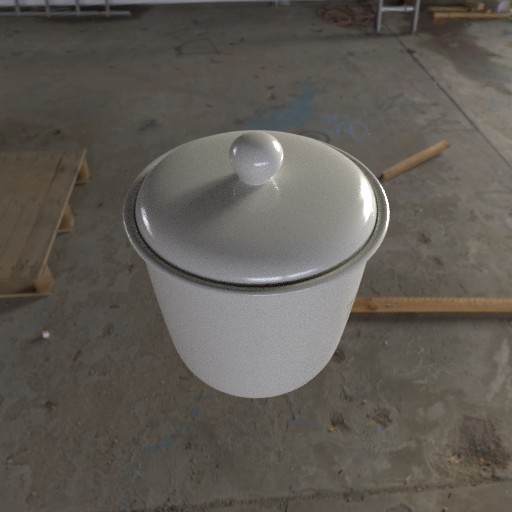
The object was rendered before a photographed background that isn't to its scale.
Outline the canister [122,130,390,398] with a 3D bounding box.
[{"bbox_3d":[0.000,0.000,0.349,0.182,0.208,0.182,0,44,0],"label":"canister"}]
